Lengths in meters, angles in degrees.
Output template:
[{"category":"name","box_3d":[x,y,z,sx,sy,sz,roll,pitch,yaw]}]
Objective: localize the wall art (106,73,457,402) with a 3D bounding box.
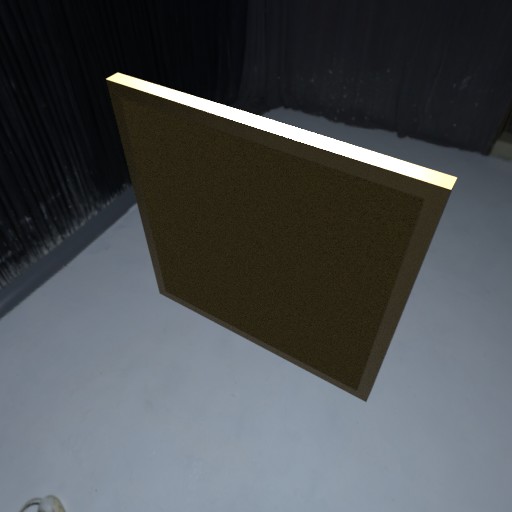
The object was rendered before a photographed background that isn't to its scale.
[{"category":"wall art","box_3d":[0.000,0.000,2.895,1.935,1.936,0.097,24,51,21]}]
